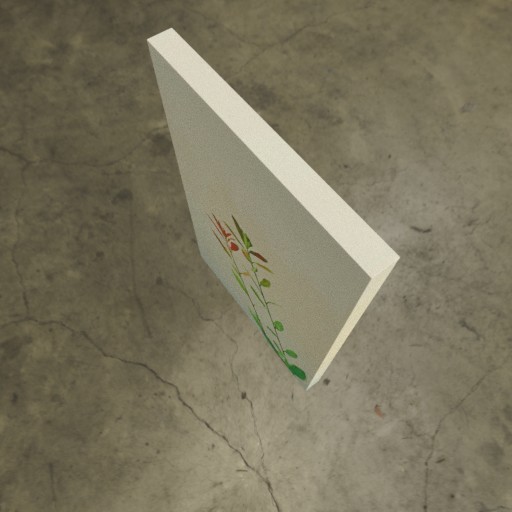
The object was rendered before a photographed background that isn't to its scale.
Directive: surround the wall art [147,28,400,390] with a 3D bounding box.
[{"bbox_3d":[0.000,0.000,0.762,0.038,0.611,0.408,-34,68,-15],"label":"wall art"}]
